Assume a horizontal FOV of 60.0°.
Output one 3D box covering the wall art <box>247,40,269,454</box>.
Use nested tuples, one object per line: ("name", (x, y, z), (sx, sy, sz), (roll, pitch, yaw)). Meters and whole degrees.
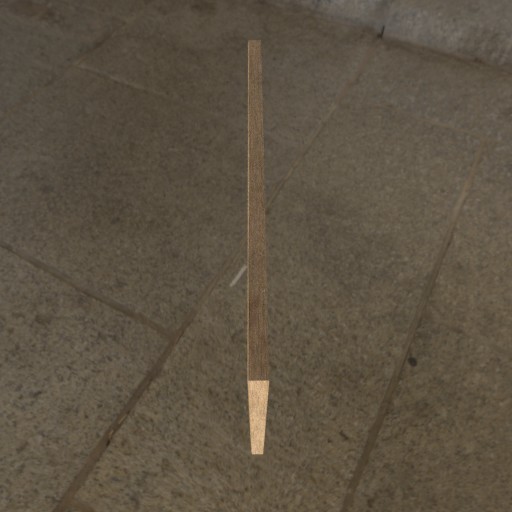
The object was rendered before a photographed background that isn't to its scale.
("wall art", (0.000, 0.000, 0.932), (0.026, 0.535, 0.690), (0, 57, 0))
